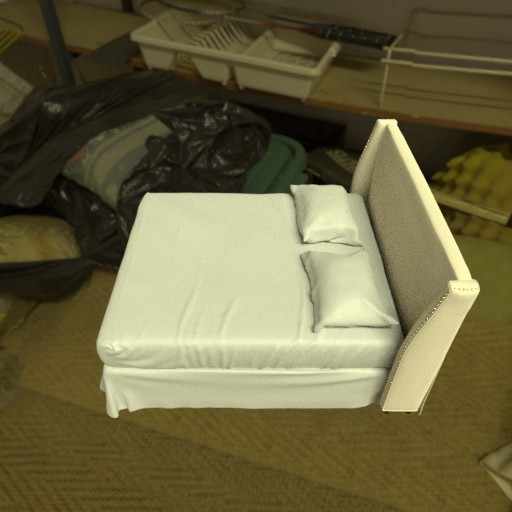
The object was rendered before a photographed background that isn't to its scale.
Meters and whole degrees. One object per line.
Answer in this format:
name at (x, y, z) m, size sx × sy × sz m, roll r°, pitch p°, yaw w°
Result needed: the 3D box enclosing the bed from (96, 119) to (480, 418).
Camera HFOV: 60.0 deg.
bed at (0.000, 0.000, 3.342) m, size 2.276 × 1.332 × 1.925 m, roll 0°, pitch 43°, yaw 0°
